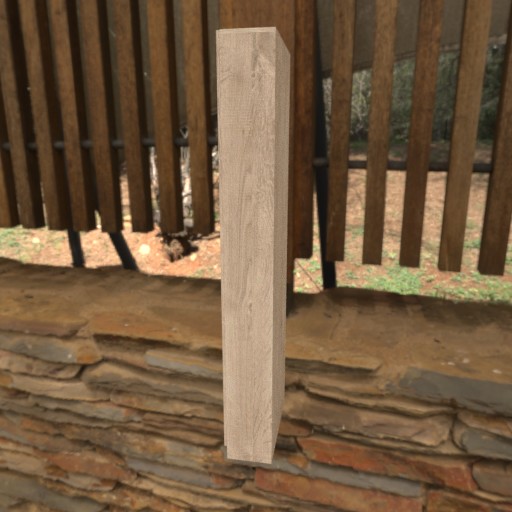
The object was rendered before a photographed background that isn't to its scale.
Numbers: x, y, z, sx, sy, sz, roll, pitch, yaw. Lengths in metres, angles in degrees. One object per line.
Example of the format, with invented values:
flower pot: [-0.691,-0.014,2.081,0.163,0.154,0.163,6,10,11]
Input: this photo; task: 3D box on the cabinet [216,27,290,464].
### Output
cabinet: [0.000,0.000,2.030,0.230,1.790,0.500,3,14,10]
